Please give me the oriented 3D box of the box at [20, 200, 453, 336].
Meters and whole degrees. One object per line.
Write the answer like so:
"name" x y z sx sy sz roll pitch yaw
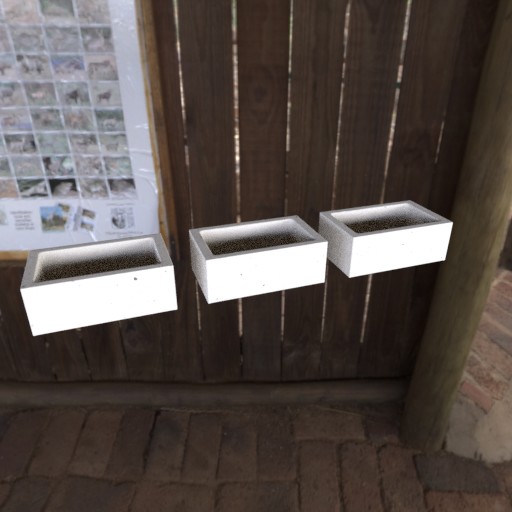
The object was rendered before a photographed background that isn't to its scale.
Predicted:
"box" 0.000 0.000 0.497 0.461 0.051 0.082 -9 28 -17
